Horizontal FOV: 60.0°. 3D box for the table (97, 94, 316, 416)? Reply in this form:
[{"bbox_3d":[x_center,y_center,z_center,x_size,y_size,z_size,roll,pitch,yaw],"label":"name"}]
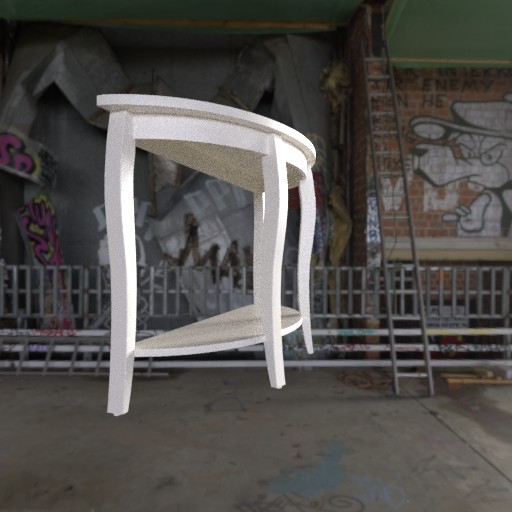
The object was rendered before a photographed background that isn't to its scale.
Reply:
[{"bbox_3d":[0.000,0.000,1.582,0.394,0.780,1.219,0,0,19],"label":"table"}]
